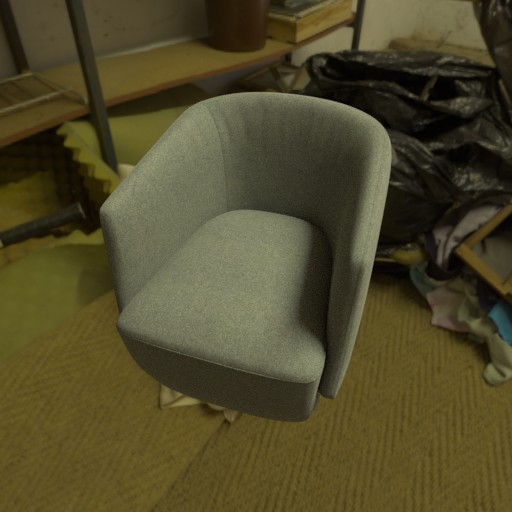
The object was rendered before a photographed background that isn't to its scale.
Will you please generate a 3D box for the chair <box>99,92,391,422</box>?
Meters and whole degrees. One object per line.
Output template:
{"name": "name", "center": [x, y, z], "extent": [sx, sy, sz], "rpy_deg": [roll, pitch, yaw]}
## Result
{"name": "chair", "center": [0.000, 0.000, 1.627], "extent": [0.822, 0.861, 0.986], "rpy_deg": [12, 42, 14]}
